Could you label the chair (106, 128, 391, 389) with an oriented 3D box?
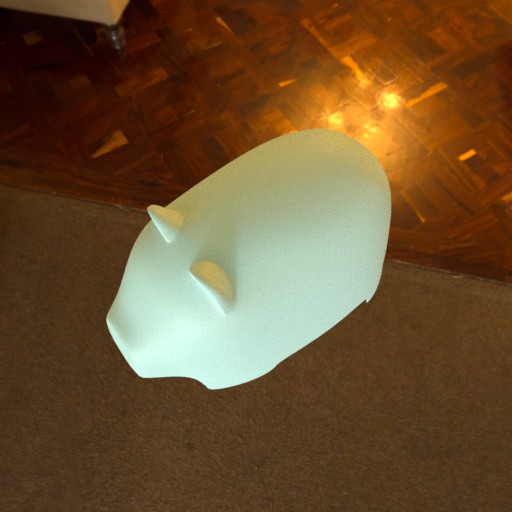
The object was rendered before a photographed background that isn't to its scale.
[{"bbox_3d":[0.000,0.000,0.875,0.619,0.423,0.364,-34,69,-15],"label":"chair"}]
